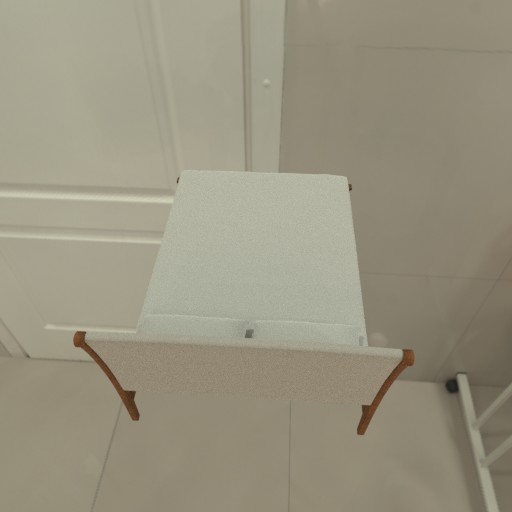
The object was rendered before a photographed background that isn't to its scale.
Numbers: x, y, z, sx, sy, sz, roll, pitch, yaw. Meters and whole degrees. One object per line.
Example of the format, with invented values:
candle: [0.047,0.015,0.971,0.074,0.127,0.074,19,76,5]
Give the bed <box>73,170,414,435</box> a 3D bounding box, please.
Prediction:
bed: [0.000,0.000,2.989,1.502,1.135,2.108,3,48,3]
